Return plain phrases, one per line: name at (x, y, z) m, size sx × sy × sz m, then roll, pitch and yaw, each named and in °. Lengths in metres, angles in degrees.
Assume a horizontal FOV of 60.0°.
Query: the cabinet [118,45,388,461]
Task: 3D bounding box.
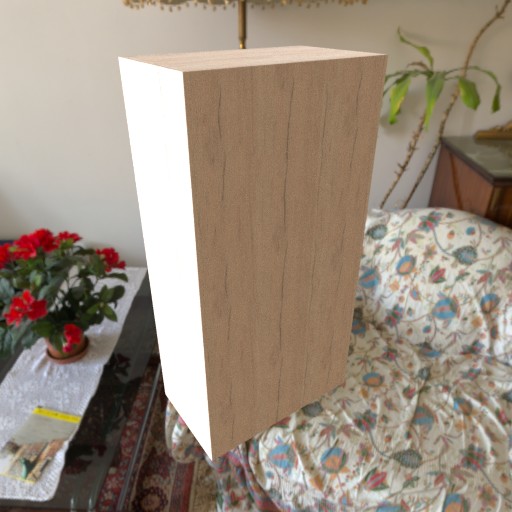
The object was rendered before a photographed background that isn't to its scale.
cabinet at (0.000, 0.000, 2.333) m, size 0.980 × 1.930 × 0.580 m, roll -19°, pitch 35°, yaw -30°
